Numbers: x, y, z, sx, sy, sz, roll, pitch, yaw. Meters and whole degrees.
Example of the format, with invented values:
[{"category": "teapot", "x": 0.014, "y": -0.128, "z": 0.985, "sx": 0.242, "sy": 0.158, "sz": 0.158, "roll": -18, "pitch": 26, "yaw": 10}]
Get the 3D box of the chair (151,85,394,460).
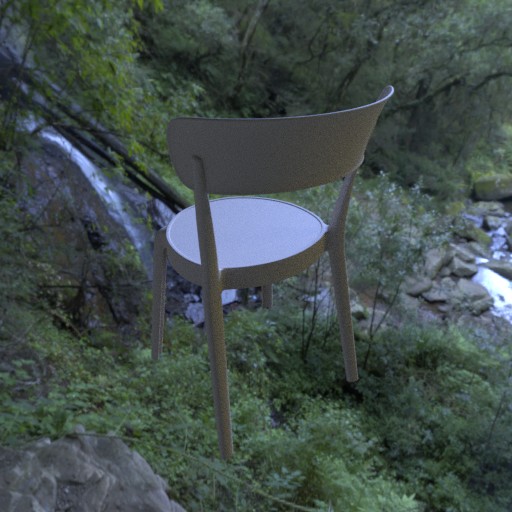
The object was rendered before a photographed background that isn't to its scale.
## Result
[{"category": "chair", "x": 0.000, "y": 0.000, "z": 1.094, "sx": 0.506, "sy": 0.790, "sz": 0.491, "roll": -20, "pitch": 36, "yaw": -30}]
